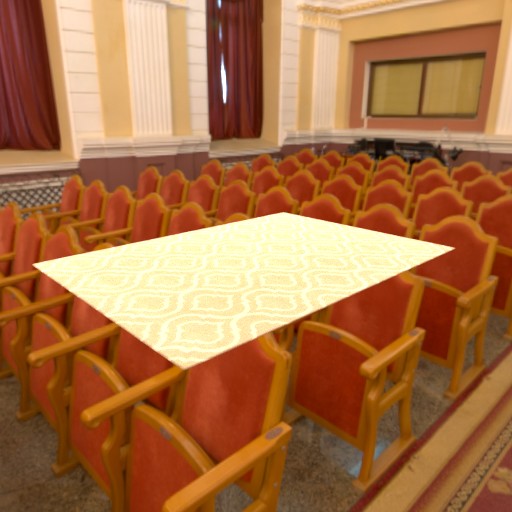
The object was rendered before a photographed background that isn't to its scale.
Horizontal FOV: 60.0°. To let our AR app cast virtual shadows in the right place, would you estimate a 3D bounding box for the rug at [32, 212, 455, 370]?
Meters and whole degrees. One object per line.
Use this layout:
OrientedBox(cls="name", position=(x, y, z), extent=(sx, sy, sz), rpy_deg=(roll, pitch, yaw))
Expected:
OrientedBox(cls="rug", position=(0.000, 0.000, 4.311), extent=(3.353, 0.010, 2.438), rpy_deg=(-16, 23, -41))
